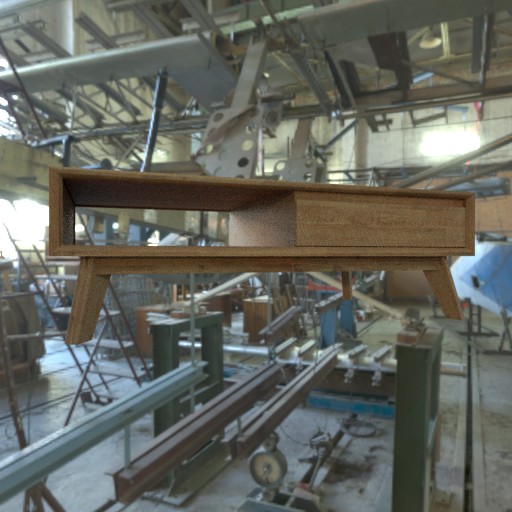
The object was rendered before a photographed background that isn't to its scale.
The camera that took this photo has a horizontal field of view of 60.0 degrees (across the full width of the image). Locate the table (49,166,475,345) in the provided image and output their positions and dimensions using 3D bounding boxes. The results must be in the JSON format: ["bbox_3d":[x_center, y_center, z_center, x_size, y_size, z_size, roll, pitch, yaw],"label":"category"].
[{"bbox_3d":[0.000,0.000,2.004,1.619,0.531,0.918,0,0,-20],"label":"table"}]
